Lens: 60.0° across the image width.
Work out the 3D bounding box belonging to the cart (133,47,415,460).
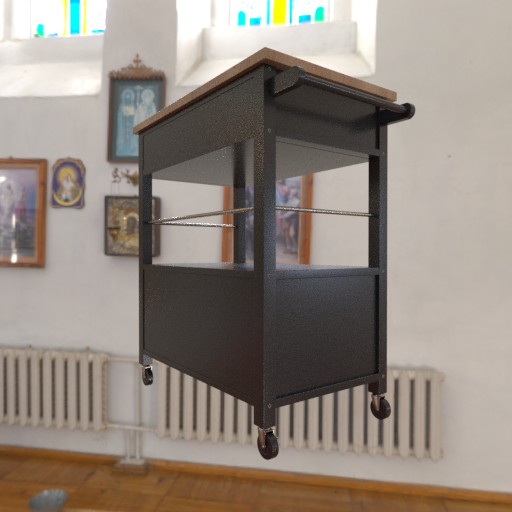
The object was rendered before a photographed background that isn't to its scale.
[{"bbox_3d":[0.000,0.000,1.361,0.459,0.901,0.840,0,1,-36],"label":"cart"}]
